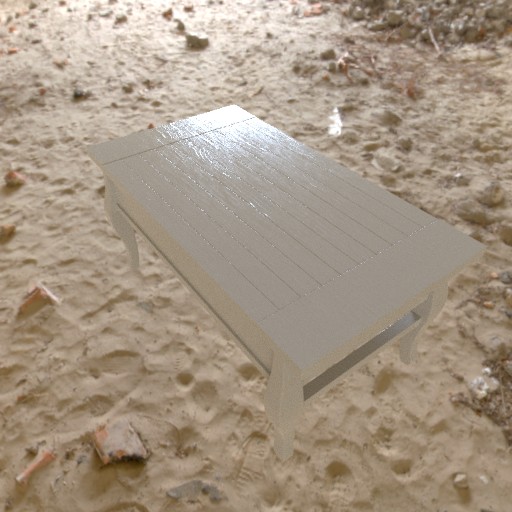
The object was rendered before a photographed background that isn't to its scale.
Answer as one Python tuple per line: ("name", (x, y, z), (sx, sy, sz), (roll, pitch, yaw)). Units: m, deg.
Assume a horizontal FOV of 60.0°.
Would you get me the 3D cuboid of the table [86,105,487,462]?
("table", (0.000, 0.000, 1.408), (0.600, 0.495, 1.062), (-26, 47, -27))
